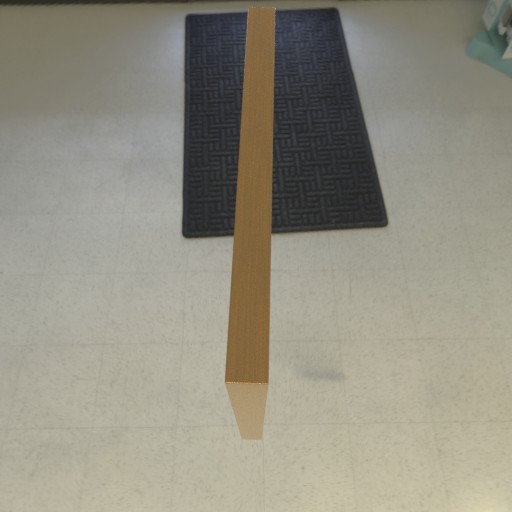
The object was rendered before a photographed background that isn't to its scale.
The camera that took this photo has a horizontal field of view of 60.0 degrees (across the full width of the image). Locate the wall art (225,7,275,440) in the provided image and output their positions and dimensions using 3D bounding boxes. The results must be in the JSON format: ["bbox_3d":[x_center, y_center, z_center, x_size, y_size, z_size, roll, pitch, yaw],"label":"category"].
[{"bbox_3d":[0.000,0.000,0.714,0.037,0.505,0.505,2,63,1],"label":"wall art"}]
